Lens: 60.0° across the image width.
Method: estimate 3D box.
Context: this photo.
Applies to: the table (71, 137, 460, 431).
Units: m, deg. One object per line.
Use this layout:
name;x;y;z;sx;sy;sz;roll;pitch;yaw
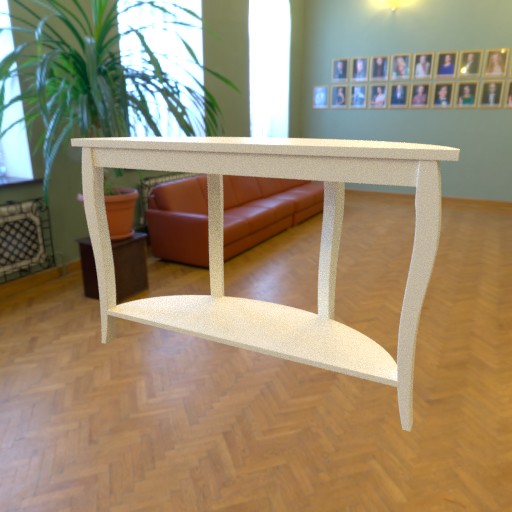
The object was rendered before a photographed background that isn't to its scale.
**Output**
table;0.000;0.000;1.542;1.219;0.780;0.394;8;19;25
